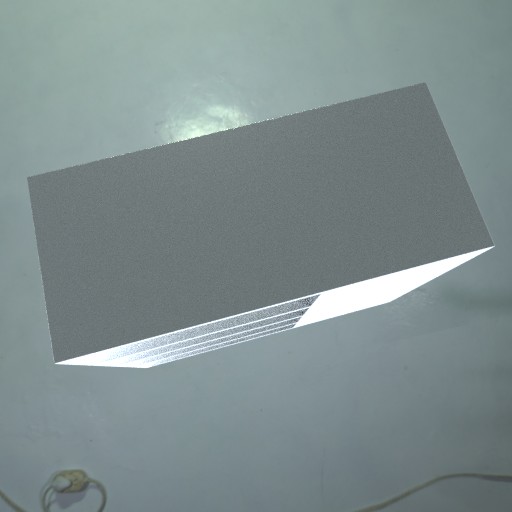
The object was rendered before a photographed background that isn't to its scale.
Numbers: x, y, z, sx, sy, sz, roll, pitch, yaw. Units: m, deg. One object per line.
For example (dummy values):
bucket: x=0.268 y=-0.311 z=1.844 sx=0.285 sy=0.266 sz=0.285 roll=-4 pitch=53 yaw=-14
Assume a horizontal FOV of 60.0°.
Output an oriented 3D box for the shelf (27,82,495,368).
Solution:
shelf: x=0.000 y=0.000 z=1.269 sx=0.895 sy=0.732 sz=0.396 roll=-15 pitch=76 yaw=-4
